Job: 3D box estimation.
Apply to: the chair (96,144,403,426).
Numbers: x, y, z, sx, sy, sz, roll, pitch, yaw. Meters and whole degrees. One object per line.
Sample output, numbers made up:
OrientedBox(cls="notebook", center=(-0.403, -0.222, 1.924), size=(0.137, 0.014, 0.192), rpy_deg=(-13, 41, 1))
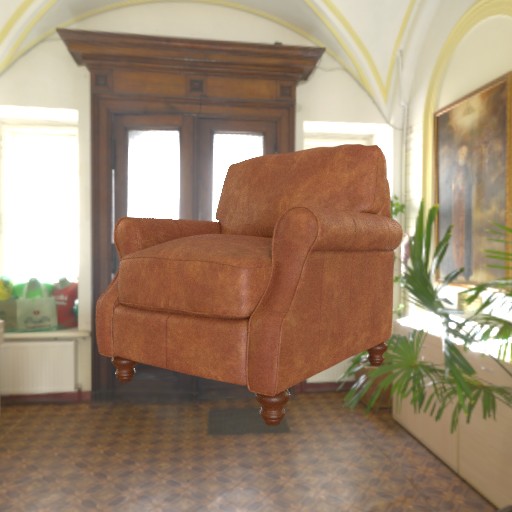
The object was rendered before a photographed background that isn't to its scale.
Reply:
OrientedBox(cls="chair", center=(0.000, 0.000, 1.819), size=(0.983, 0.962, 0.986), rpy_deg=(1, 2, 37))
